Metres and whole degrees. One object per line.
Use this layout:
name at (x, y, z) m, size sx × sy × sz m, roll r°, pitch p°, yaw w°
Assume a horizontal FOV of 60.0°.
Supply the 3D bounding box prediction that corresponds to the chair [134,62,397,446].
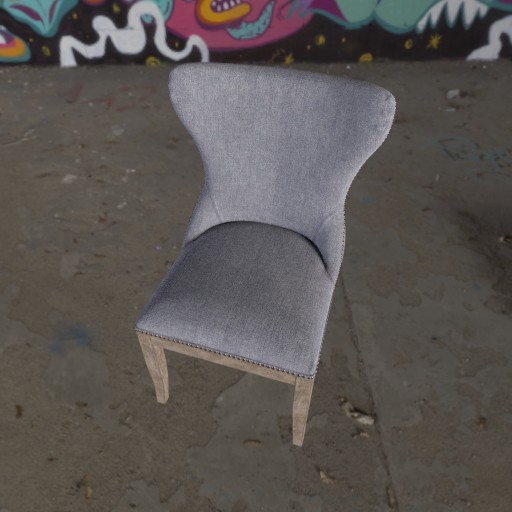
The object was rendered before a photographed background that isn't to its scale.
chair at (0.000, 0.000, 1.423) m, size 0.654 × 1.002 × 0.681 m, roll 12°, pitch 45°, yaw 13°
